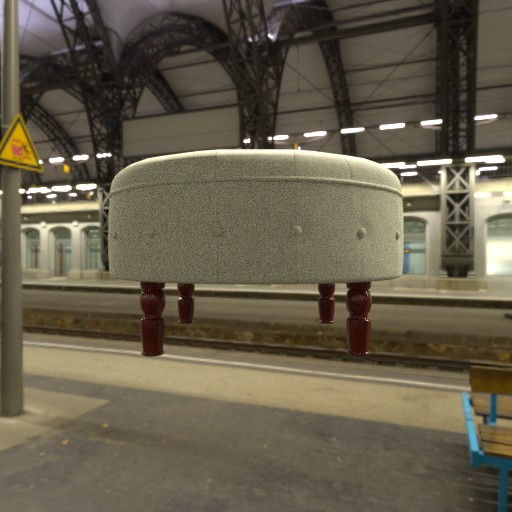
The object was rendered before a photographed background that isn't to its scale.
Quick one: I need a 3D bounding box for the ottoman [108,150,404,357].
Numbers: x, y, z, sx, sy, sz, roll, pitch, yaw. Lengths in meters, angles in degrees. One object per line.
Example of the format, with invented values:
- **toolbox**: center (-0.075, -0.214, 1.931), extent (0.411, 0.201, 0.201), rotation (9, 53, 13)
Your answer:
- **ottoman**: center (0.000, 0.000, 1.343), extent (0.850, 0.483, 0.850), rotation (0, 0, 0)
